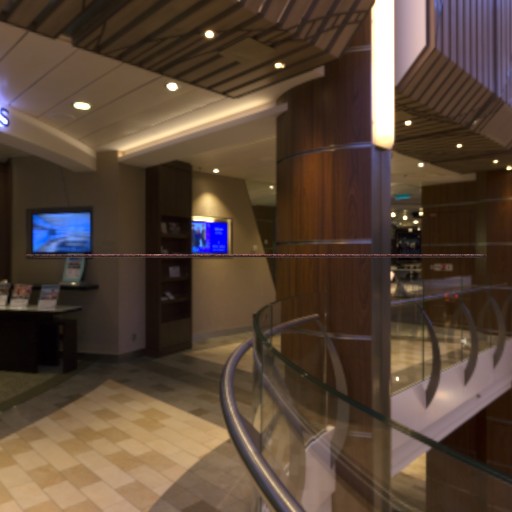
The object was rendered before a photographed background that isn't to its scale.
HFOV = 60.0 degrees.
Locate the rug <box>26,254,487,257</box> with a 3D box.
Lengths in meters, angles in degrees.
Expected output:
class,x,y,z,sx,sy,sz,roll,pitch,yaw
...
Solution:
class,x,y,z,sx,sy,sz,roll,pitch,yaw
rug,0.000,0.000,4.098,3.032,0.020,2.411,0,0,-1
